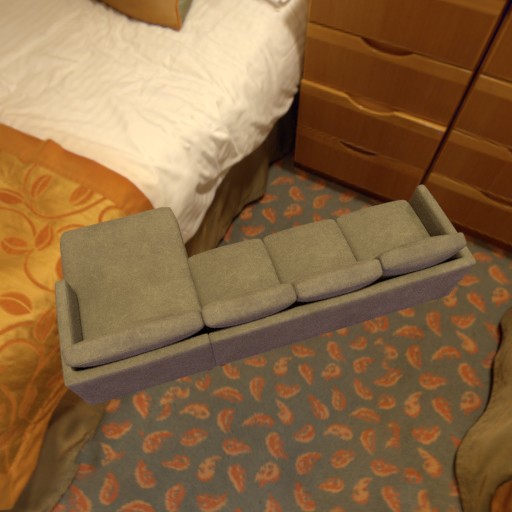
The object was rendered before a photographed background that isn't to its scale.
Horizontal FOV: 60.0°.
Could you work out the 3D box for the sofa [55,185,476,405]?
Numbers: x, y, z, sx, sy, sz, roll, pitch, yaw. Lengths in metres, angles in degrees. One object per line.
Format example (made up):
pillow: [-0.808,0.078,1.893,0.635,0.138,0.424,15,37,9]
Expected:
sofa: [0.000,0.000,4.087,3.471,0.950,1.604,-15,60,-9]
